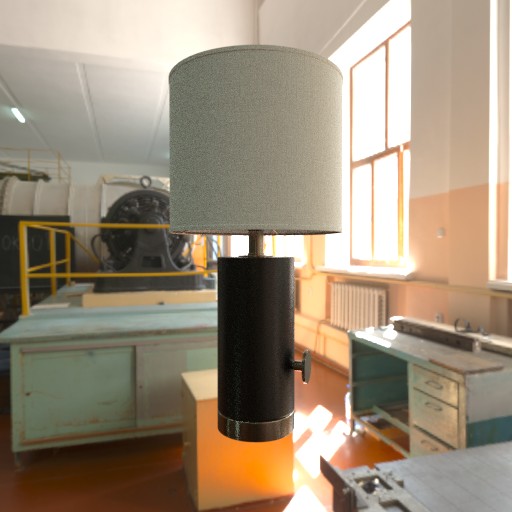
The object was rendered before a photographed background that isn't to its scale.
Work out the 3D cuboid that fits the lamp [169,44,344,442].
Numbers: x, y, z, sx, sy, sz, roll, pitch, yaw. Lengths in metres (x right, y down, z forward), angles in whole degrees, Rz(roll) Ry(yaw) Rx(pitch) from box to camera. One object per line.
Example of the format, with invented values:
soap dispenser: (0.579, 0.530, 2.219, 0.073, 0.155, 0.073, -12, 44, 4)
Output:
lamp: (0.000, 0.000, 0.625, 0.240, 0.482, 0.241, 0, 1, 18)
